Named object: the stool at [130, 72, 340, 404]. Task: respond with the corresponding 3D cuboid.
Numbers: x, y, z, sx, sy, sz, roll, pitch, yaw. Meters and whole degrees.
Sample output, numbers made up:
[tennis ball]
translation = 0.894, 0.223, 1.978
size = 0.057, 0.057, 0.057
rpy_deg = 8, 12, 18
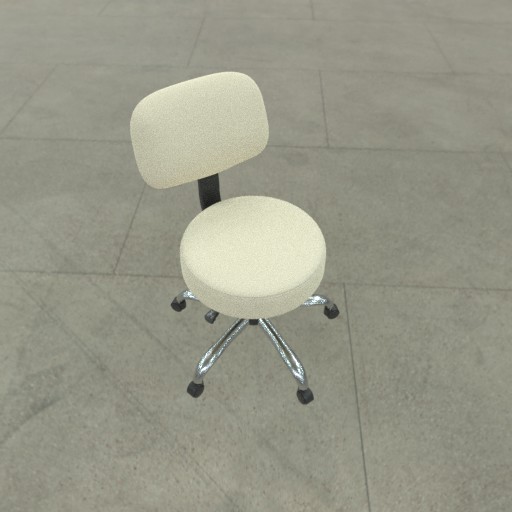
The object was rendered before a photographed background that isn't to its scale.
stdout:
[stool]
translation = 0.000, 0.000, 1.270
size = 0.609, 0.810, 0.616
rpy_deg = -25, 51, -22
